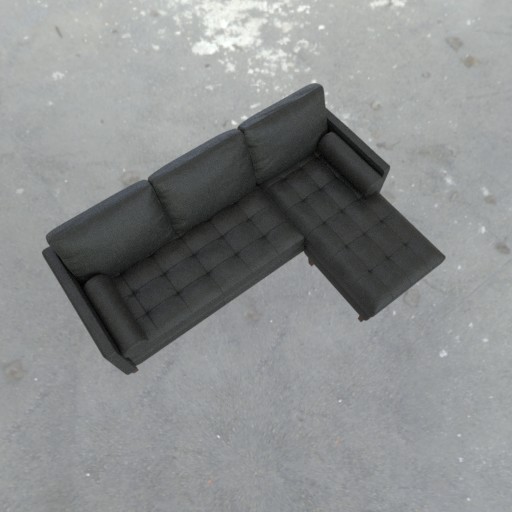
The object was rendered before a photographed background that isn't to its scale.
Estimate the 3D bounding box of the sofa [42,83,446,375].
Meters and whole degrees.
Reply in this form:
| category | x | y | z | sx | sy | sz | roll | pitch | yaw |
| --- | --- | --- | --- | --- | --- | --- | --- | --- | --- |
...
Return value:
| category | x | y | z | sx | sy | sz | roll | pitch | yaw |
| --- | --- | --- | --- | --- | --- | --- | --- | --- | --- |
| sofa | 0.000 | 0.000 | 2.872 | 2.178 | 0.876 | 1.497 | -34 | 69 | -15 |
